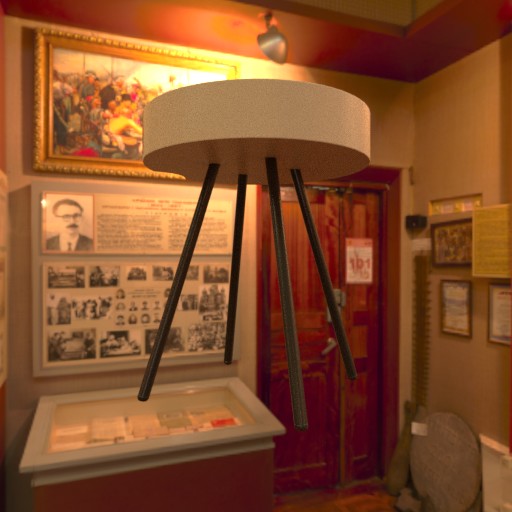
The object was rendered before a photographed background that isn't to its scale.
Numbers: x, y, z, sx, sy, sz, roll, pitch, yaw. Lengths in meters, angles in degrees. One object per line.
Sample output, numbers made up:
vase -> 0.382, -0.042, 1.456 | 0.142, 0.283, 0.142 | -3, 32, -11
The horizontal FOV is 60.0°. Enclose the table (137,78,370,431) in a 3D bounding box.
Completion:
table -> 0.000, 0.000, 0.869 | 0.450, 0.525, 0.450 | 0, 0, 0
